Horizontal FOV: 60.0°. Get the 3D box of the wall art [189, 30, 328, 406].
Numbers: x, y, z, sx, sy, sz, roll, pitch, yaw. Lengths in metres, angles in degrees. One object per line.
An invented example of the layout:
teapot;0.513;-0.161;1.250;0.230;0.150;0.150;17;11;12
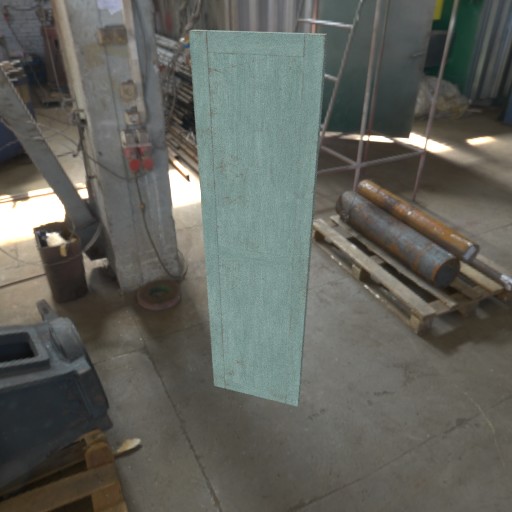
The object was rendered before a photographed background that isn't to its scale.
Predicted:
wall art;0.000;0.000;1.347;0.329;1.219;0.025;9;33;15
